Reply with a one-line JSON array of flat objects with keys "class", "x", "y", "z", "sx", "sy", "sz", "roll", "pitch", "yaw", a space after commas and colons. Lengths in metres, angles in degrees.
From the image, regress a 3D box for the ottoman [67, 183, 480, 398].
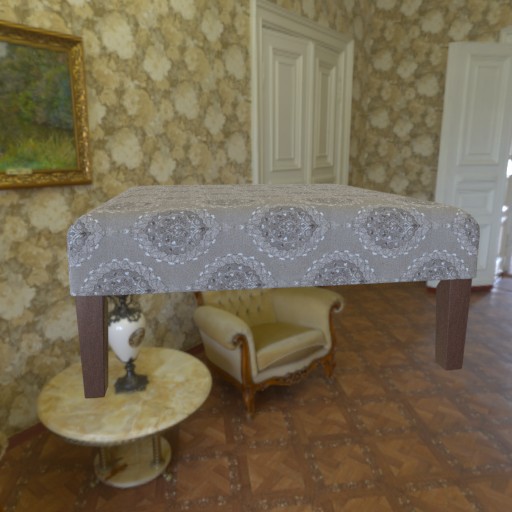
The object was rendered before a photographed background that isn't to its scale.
[{"class": "ottoman", "x": 0.000, "y": 0.000, "z": 1.377, "sx": 0.890, "sy": 0.411, "sz": 0.889, "roll": -2, "pitch": 13, "yaw": -9}]
